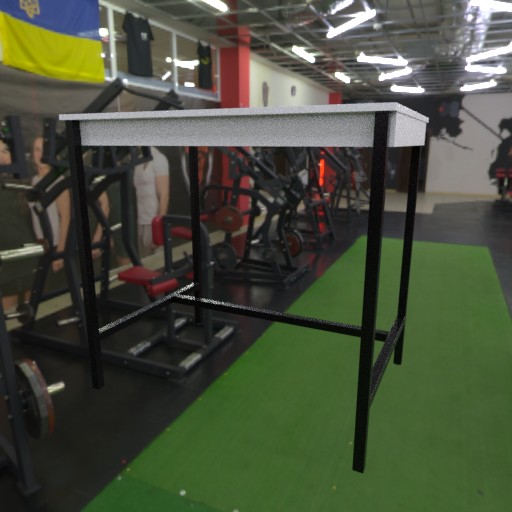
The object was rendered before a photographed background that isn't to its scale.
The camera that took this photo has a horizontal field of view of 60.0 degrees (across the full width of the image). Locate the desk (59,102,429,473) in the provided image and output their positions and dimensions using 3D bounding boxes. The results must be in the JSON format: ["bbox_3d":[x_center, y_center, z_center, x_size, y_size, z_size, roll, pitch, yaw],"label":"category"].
[{"bbox_3d":[0.000,0.000,1.274,0.811,0.766,0.573,7,16,25],"label":"desk"}]
